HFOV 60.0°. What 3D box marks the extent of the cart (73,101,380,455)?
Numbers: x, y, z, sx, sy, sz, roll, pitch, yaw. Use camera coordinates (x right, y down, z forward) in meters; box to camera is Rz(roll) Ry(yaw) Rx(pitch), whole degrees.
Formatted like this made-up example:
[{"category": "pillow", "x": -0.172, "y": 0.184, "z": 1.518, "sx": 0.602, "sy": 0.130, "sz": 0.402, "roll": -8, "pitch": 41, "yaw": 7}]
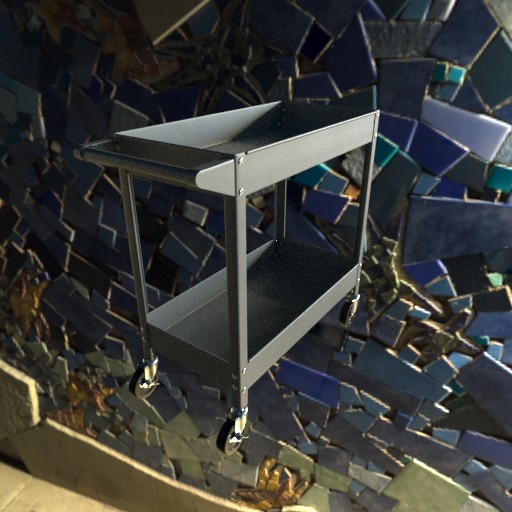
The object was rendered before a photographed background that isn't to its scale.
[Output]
[{"category": "cart", "x": 0.000, "y": 0.000, "z": 1.230, "sx": 0.366, "sy": 0.719, "sz": 0.779, "roll": 18, "pitch": 31, "yaw": 32}]
